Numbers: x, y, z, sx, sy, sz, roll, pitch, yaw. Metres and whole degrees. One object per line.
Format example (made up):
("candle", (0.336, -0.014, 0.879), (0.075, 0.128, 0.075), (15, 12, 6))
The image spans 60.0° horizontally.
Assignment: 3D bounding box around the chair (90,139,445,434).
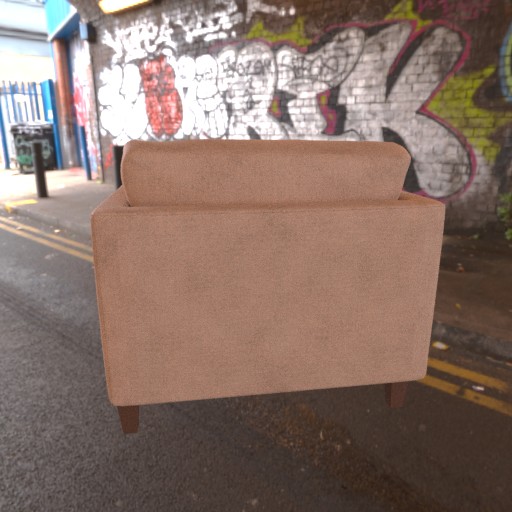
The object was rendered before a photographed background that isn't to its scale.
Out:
("chair", (0.000, 0.000, 1.857), (1.133, 0.961, 0.959), (-2, 16, -8))
